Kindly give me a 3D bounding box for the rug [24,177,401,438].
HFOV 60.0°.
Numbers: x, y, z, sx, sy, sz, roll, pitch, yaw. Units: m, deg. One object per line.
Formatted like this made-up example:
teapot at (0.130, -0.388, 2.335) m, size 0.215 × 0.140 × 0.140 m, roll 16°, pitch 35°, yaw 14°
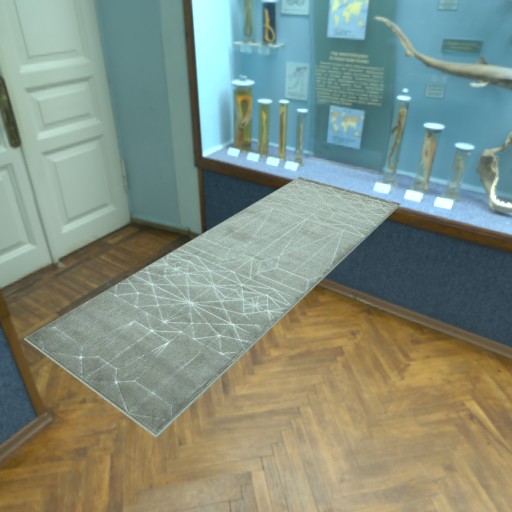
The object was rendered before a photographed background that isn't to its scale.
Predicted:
rug at (0.000, 0.000, 2.613) m, size 0.864 × 0.012 × 2.388 m, roll 21°, pitch 38°, yaw 30°
